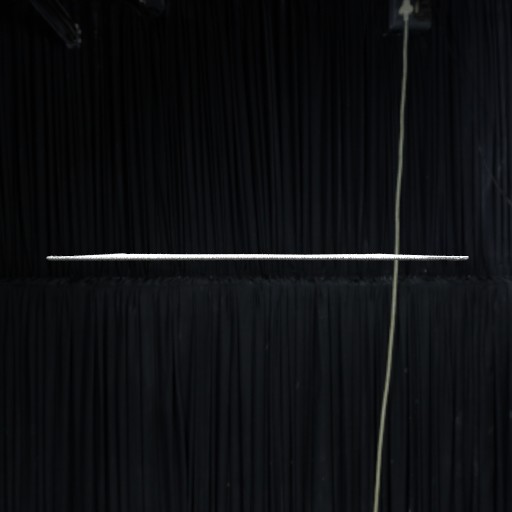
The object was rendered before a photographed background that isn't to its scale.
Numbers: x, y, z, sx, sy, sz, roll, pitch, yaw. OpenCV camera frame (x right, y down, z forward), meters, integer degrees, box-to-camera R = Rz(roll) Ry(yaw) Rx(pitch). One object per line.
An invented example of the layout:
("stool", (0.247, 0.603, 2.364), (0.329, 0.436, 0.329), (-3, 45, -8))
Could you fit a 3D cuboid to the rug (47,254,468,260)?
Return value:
("rug", (0.000, 0.000, 4.881), (2.873, 0.053, 3.778), (0, 0, 0))
